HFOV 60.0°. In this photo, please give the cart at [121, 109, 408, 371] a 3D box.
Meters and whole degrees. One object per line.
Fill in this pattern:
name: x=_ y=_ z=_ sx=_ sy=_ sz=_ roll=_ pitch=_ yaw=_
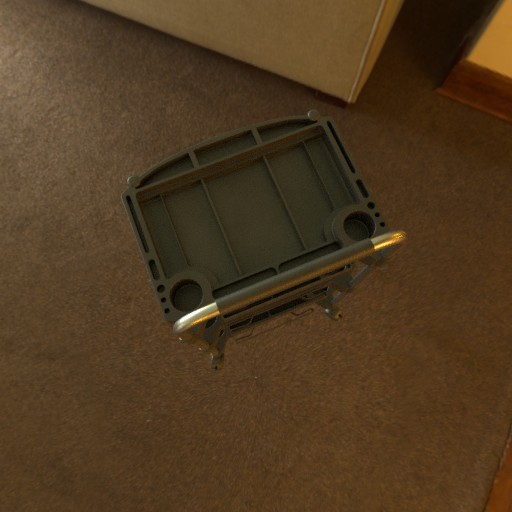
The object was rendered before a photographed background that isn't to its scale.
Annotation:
cart: x=0.000 y=0.000 z=1.384 sx=0.584 sy=1.075 sz=0.518 roll=-22 pitch=76 yaw=-6
